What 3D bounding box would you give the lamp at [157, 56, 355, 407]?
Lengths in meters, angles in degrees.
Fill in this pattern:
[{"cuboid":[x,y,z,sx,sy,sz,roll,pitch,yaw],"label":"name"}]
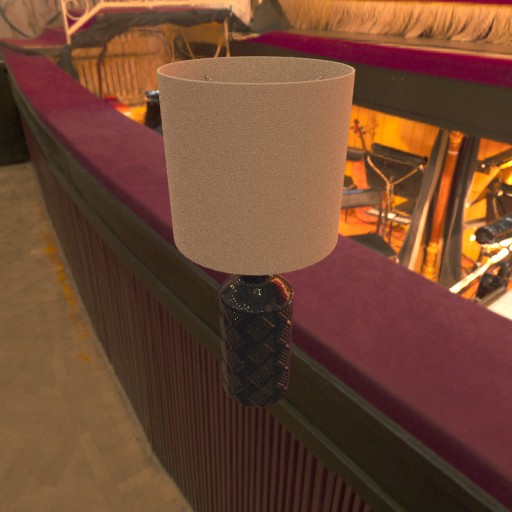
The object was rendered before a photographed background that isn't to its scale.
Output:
[{"cuboid":[0.000,0.000,0.584,0.207,0.461,0.207,-22,36,-32],"label":"lamp"}]
